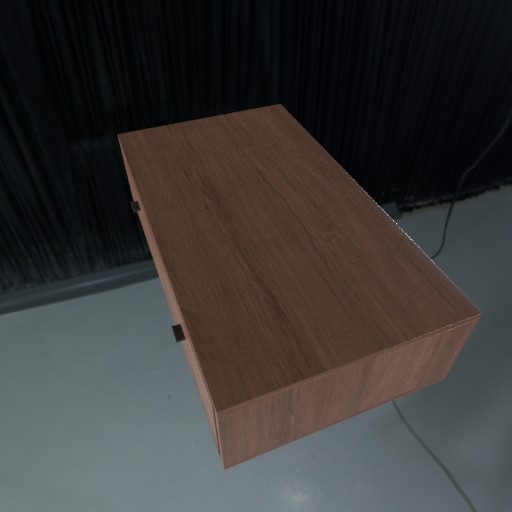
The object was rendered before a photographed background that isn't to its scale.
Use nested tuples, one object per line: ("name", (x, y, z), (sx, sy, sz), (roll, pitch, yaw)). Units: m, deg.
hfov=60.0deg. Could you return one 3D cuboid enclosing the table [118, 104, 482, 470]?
("table", (0.000, 0.000, 1.307), (0.600, 0.380, 1.020), (-16, 47, -15))
